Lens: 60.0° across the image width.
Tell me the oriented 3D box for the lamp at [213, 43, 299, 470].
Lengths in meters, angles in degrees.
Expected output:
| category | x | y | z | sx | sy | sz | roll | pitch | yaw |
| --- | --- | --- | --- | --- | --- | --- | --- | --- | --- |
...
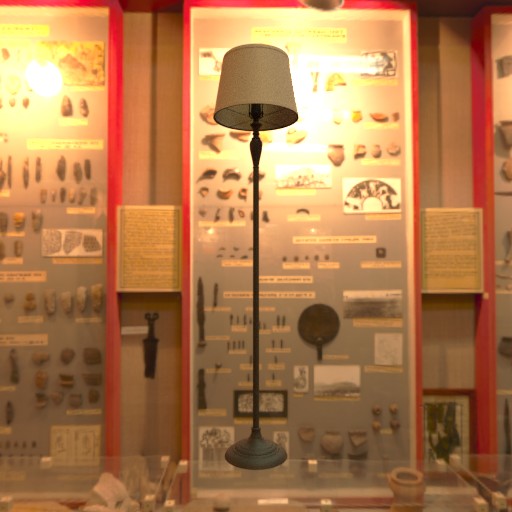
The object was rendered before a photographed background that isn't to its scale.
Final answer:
| category | x | y | z | sx | sy | sz | roll | pitch | yaw |
| --- | --- | --- | --- | --- | --- | --- | --- | --- | --- |
| lamp | 0.000 | 0.000 | 1.687 | 0.327 | 1.506 | 0.327 | 0 | -1 | 0 |
